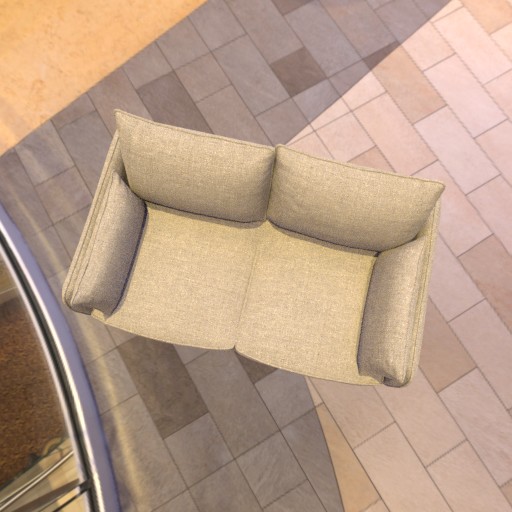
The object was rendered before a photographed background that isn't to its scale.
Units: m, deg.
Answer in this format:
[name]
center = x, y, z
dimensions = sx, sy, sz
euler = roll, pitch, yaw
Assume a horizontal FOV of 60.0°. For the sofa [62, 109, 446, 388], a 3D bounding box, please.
[sofa]
center = 0.000, 0.000, 2.106
dimensions = 1.580, 0.851, 0.972
euler = 13, 76, 3
